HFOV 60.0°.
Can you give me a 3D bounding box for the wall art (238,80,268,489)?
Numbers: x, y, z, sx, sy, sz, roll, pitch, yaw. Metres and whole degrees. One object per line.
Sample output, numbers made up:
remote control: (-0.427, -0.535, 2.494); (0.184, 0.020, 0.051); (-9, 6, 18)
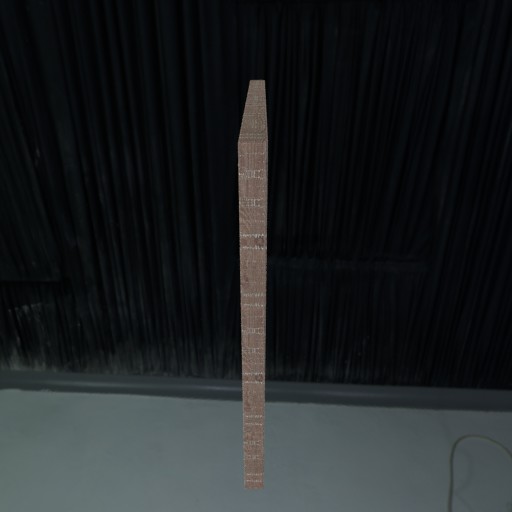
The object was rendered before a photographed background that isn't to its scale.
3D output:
wall art: (0.000, 0.000, 0.793); (0.029, 0.531, 0.531); (0, 28, 1)
